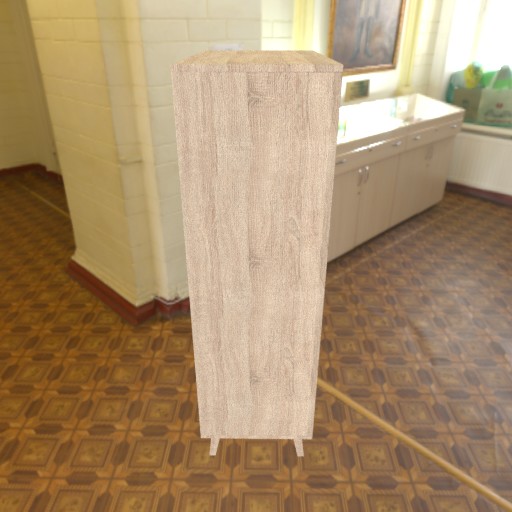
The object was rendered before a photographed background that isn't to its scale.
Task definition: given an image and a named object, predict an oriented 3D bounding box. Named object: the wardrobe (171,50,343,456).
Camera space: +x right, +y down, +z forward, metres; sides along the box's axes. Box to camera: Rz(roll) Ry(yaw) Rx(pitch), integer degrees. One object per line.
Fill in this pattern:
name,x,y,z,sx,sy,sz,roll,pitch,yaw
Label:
wardrobe,0.000,0.000,2.378,0.600,1.960,1.000,0,27,1
